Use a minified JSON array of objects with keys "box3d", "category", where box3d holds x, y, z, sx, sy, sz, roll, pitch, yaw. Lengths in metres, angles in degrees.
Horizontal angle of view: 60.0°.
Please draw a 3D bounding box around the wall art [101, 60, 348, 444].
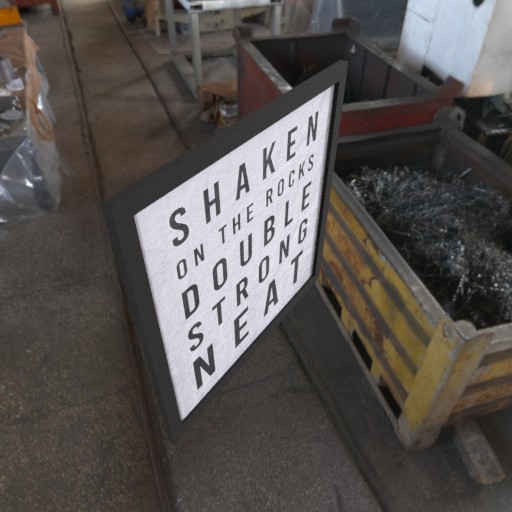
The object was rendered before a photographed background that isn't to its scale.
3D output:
[{"box3d":[0.000,0.000,0.683,0.013,0.458,0.456,26,48,26],"category":"wall art"}]
